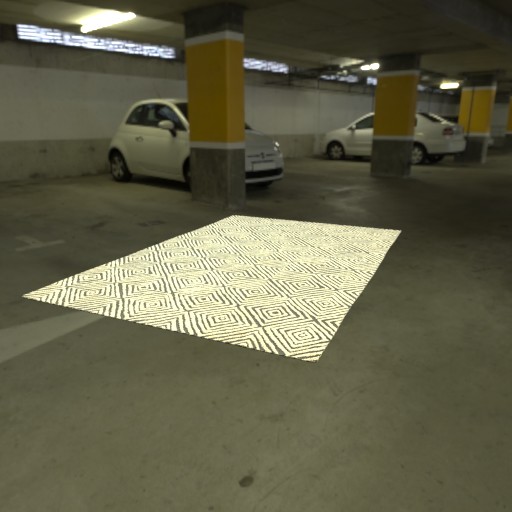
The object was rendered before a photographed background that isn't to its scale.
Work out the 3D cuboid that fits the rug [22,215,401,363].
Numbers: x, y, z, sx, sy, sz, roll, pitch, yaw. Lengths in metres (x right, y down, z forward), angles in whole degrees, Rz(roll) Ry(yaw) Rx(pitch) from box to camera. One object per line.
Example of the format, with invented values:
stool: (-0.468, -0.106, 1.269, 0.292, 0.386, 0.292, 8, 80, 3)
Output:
rug: (0.000, 0.000, 2.216, 1.177, 0.004, 1.750, 7, 18, 24)
